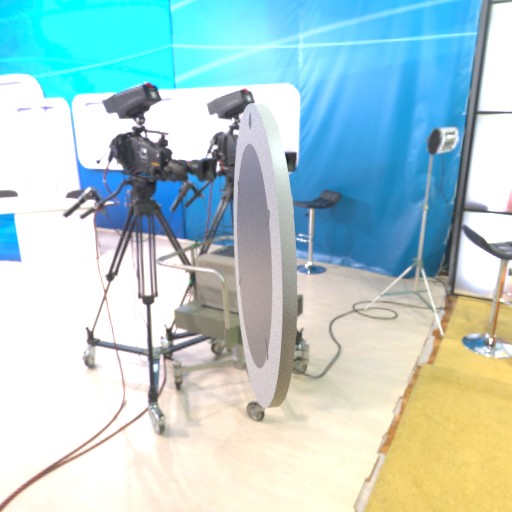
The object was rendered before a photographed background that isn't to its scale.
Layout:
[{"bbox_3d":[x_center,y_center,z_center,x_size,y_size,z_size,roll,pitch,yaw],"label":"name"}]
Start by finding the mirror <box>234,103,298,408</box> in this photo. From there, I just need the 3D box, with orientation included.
[{"bbox_3d":[0.000,0.000,1.404,0.038,0.914,0.914,-3,17,-9],"label":"mirror"}]
